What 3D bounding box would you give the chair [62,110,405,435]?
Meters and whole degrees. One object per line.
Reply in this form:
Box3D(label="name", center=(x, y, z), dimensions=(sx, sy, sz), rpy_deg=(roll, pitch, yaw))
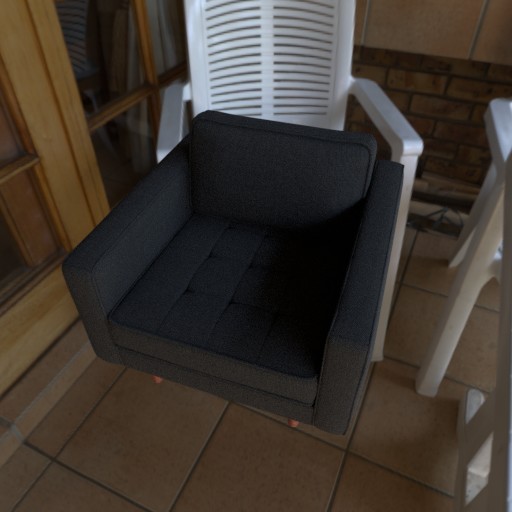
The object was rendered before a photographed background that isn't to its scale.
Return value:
Box3D(label="chair", center=(0.000, 0.000, 1.586), dimensions=(0.899, 0.770, 0.919), rpy_deg=(13, 44, 14))
